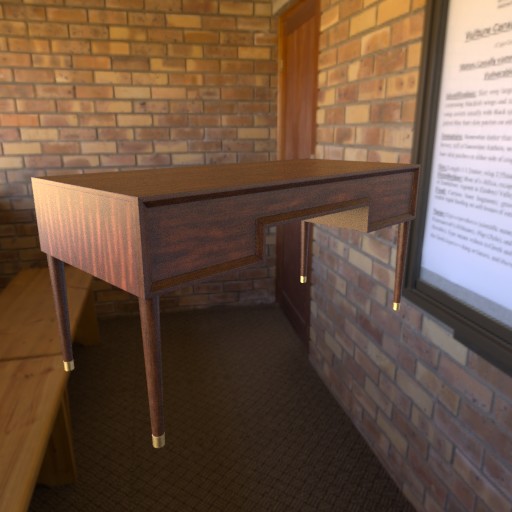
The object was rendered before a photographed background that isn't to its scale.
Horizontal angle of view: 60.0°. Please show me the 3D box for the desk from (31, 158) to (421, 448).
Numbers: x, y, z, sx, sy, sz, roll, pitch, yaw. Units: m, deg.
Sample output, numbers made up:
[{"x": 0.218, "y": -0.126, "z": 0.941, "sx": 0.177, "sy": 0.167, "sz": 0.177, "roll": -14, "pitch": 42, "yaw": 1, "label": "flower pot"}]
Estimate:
[{"x": 0.000, "y": 0.000, "z": 1.986, "sx": 0.724, "sy": 0.762, "sz": 1.575, "roll": 15, "pitch": 22, "yaw": 42, "label": "desk"}]
